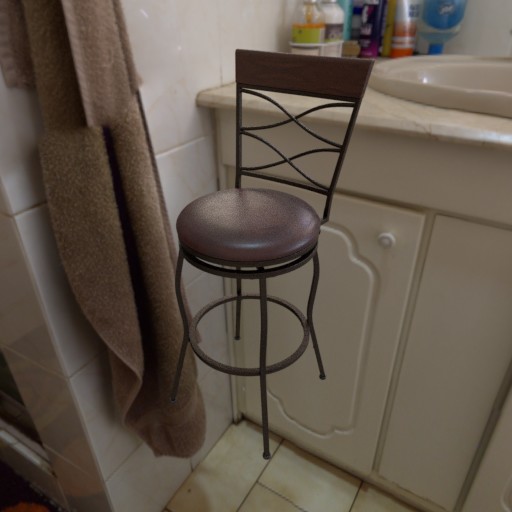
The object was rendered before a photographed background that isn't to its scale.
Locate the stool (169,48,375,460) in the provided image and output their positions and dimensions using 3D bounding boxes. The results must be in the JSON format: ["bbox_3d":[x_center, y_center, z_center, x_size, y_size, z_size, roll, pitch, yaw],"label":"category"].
[{"bbox_3d":[0.000,0.000,1.406,0.448,1.130,0.513,19,36,28],"label":"stool"}]
